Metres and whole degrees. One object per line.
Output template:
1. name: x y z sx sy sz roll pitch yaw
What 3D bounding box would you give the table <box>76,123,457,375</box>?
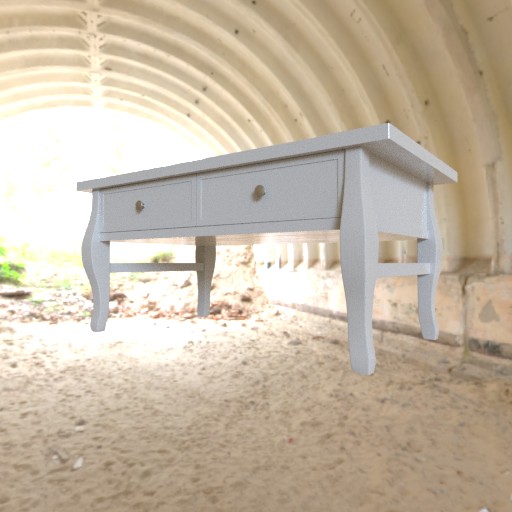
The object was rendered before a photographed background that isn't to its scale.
1. table: 0.000 0.000 1.396 1.062 0.495 0.600 -1 -1 36
